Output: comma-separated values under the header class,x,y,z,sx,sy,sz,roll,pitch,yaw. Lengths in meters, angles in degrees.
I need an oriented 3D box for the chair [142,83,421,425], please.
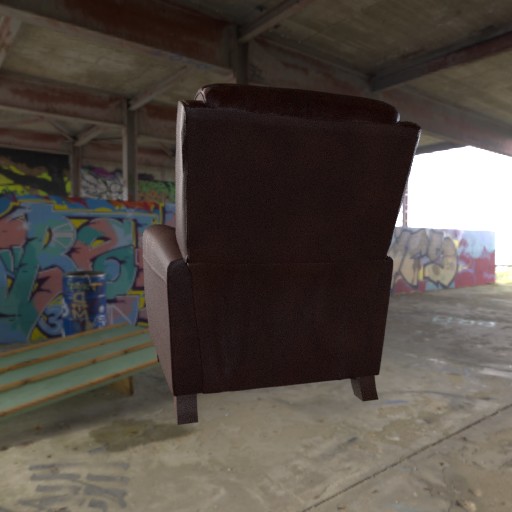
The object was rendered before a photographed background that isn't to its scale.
class,x,y,z,sx,sy,sz,roll,pitch,yaw
chair,0.000,0.000,1.758,0.826,1.022,1.089,-1,2,-17
